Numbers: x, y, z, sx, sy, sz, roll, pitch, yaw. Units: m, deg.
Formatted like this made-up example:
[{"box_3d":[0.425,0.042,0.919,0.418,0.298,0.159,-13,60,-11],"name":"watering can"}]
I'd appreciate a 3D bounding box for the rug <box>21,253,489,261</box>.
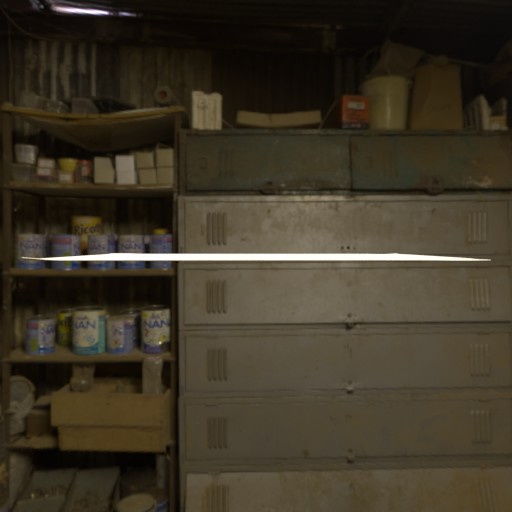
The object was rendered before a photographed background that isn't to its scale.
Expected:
[{"box_3d":[0.000,0.000,3.038,2.434,0.023,1.518,0,1,0],"name":"rug"}]
